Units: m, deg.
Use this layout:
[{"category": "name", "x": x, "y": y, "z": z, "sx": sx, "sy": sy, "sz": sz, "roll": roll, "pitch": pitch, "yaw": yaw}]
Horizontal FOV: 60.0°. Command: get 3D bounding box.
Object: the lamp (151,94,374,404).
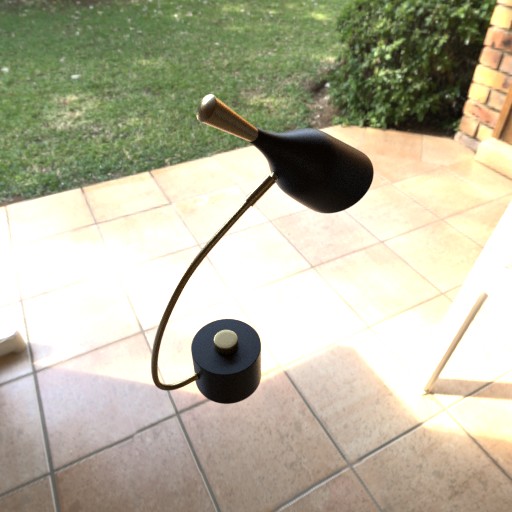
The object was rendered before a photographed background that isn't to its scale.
[{"category": "lamp", "x": 0.000, "y": 0.000, "z": 0.606, "sx": 0.352, "sy": 0.464, "sz": 0.110, "roll": -24, "pitch": 46, "yaw": -25}]
